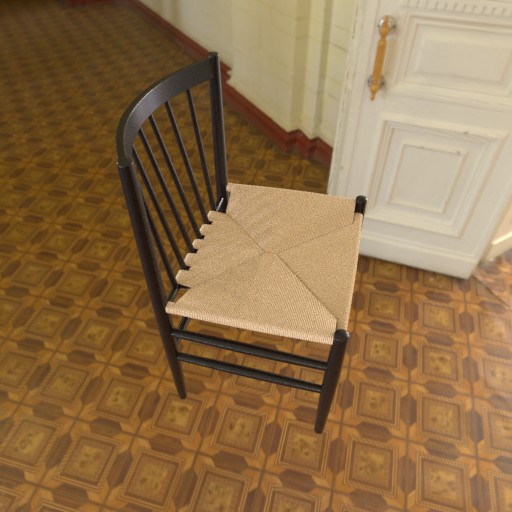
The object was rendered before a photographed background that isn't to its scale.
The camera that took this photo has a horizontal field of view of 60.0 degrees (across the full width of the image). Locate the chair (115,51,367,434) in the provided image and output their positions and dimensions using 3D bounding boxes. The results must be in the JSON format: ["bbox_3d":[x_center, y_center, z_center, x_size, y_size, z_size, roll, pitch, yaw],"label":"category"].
[{"bbox_3d":[0.000,0.000,1.142,0.516,0.818,0.495,11,47,10],"label":"chair"}]
